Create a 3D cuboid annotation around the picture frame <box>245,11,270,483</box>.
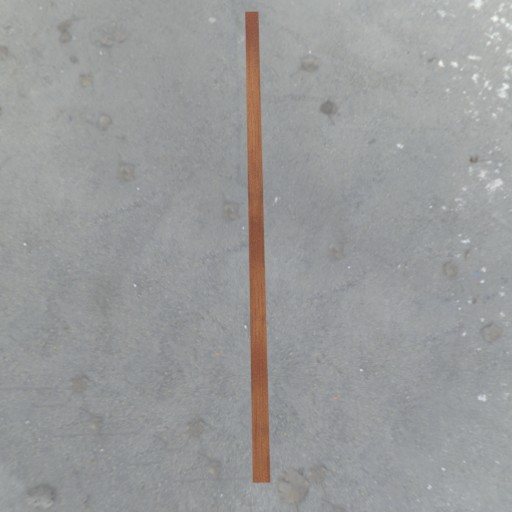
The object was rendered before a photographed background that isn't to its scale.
[{"bbox_3d":[0.000,0.000,1.167,0.029,0.640,0.950,-1,75,0],"label":"picture frame"}]
